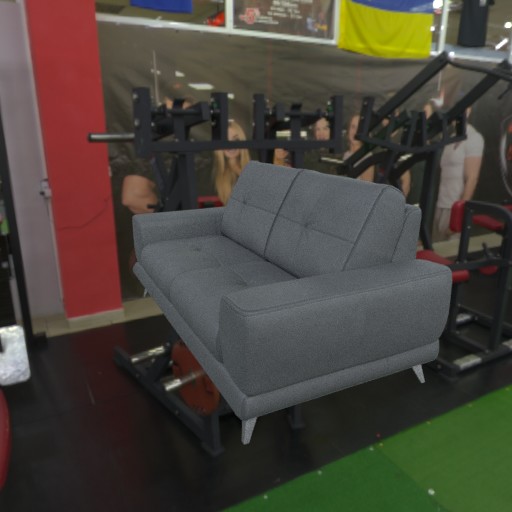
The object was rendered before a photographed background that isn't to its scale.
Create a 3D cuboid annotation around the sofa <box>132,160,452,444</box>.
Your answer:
[{"bbox_3d":[0.000,0.000,2.424,1.018,0.907,1.806,-8,19,-25],"label":"sofa"}]
